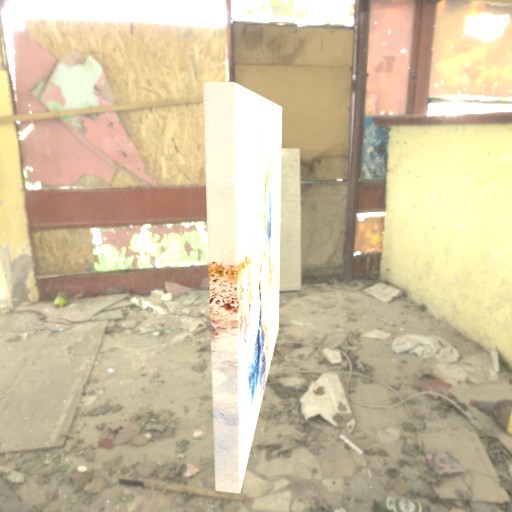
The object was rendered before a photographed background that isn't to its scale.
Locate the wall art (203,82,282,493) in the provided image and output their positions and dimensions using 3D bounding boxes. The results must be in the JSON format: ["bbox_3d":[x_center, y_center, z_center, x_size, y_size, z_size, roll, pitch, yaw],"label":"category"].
[{"bbox_3d":[0.000,0.000,1.584,0.071,1.061,1.061,2,16,8],"label":"wall art"}]
